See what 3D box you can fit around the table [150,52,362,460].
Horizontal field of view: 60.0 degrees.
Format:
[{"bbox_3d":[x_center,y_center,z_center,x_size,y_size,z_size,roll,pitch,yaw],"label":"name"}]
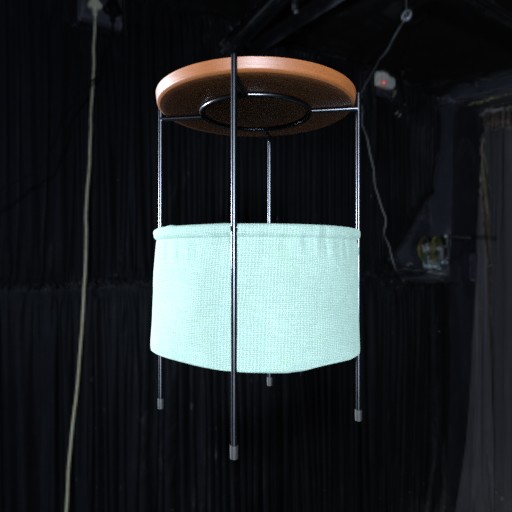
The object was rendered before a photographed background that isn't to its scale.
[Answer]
[{"bbox_3d":[0.000,0.000,0.874,0.400,0.623,0.400,0,0,-35],"label":"table"}]
